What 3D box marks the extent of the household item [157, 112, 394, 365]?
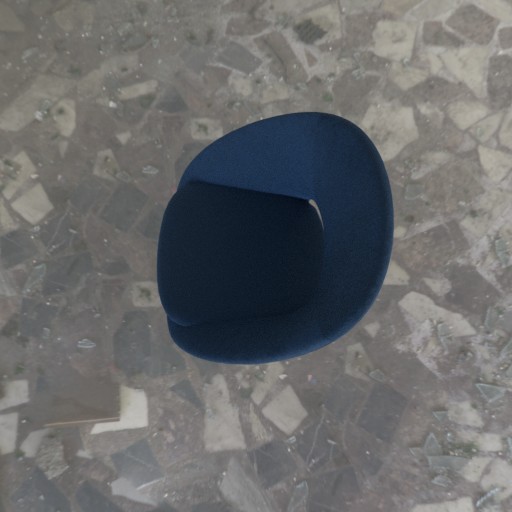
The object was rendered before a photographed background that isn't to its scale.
[{"bbox_3d":[0.000,0.000,1.305,0.573,0.852,0.623,1,76,0],"label":"household item"}]
